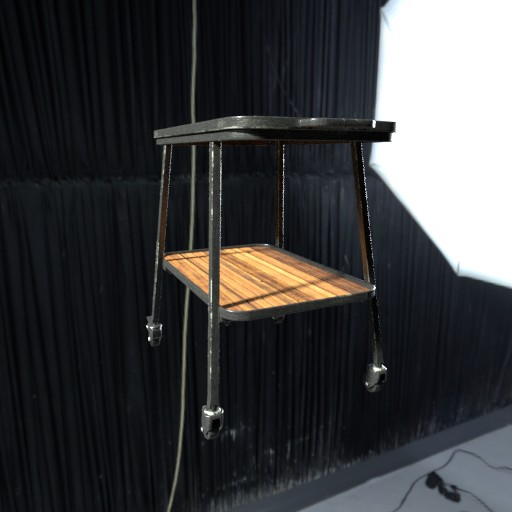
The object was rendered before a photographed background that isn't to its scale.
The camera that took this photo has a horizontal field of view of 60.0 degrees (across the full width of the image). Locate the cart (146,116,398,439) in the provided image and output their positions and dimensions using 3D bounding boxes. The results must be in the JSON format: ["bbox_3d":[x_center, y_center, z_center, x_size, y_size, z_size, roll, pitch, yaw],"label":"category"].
[{"bbox_3d":[0.000,0.000,1.256,0.515,0.700,0.806,-6,15,-25],"label":"cart"}]
